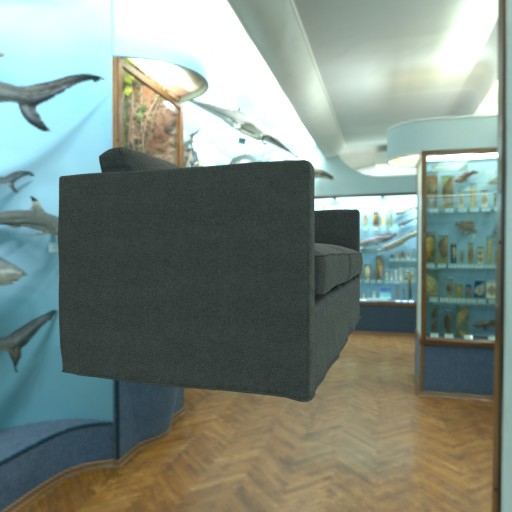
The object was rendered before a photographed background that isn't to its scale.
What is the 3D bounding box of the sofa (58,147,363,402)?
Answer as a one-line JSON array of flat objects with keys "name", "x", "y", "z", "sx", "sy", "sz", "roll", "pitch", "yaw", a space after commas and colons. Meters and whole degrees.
[{"name": "sofa", "x": 0.000, "y": 0.000, "z": 2.308, "sx": 0.974, "sy": 0.854, "sz": 1.802, "roll": 0, "pitch": 1, "yaw": 18}]
